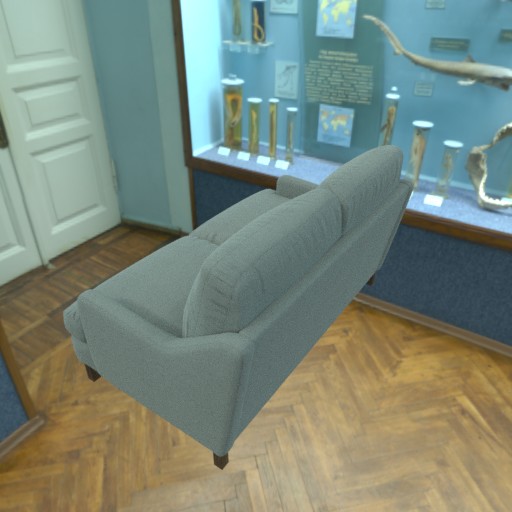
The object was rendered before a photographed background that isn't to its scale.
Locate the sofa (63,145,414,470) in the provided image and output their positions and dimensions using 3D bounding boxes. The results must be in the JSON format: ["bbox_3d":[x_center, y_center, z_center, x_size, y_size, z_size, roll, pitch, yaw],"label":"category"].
[{"bbox_3d":[0.000,0.000,2.182,0.987,0.921,1.589,20,38,29],"label":"sofa"}]
